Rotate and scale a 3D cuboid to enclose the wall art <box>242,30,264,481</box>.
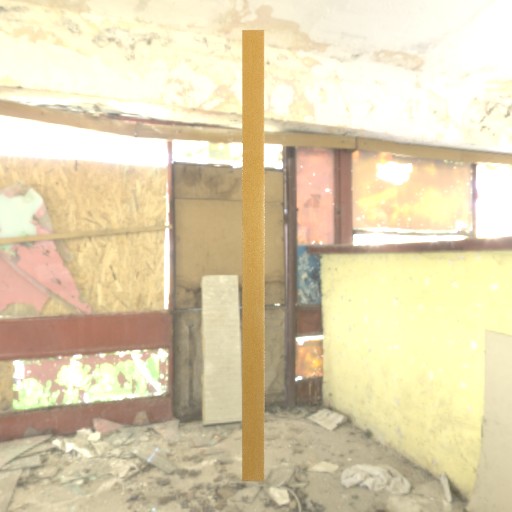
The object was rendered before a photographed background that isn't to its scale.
[{"bbox_3d":[0.000,0.000,1.127,0.037,0.760,0.762,0,0,1],"label":"wall art"}]
